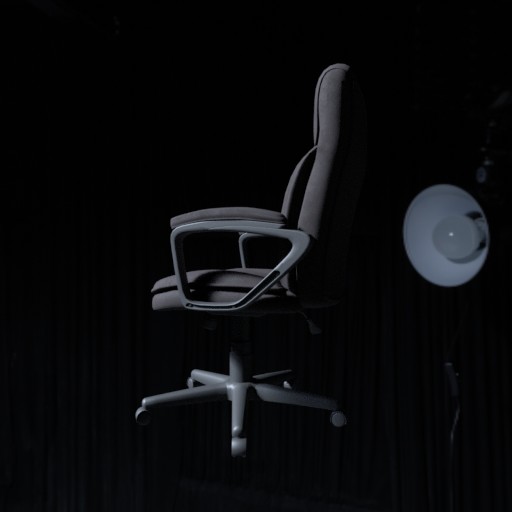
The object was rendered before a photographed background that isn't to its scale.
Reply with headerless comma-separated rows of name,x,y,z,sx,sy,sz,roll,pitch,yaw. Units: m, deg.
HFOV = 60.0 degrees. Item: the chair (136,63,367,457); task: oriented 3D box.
chair,0.000,0.000,1.531,0.724,1.105,0.667,0,1,18
